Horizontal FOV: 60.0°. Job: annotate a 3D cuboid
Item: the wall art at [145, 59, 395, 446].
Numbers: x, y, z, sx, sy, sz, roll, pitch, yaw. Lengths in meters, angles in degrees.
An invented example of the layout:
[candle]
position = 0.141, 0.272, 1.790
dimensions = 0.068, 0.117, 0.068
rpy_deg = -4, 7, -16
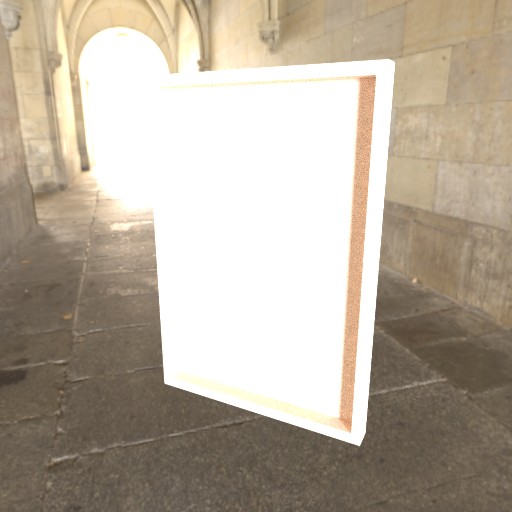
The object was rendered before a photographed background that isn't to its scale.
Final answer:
[wall art]
position = 0.000, 0.000, 0.781
dimensions = 0.418, 0.608, 0.038
rpy_deg = 8, 18, 26
